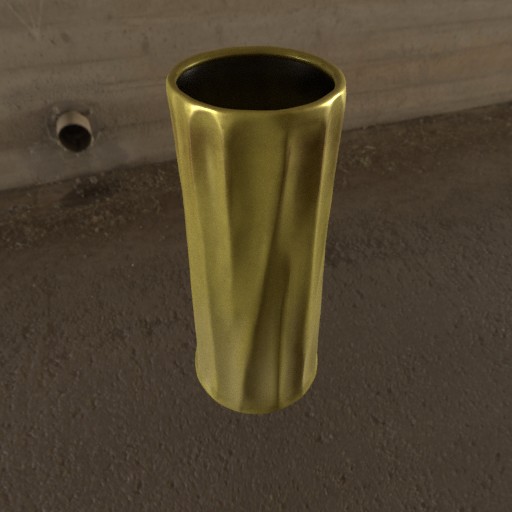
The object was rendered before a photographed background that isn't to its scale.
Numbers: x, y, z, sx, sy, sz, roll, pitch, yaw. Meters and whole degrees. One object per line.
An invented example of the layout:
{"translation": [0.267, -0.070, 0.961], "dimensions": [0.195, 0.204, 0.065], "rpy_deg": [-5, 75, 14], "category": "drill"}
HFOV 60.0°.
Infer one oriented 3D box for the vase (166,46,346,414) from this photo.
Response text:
{"translation": [0.000, 0.000, 0.176], "dimensions": [0.061, 0.143, 0.061], "rpy_deg": [0, 43, 0], "category": "vase"}
